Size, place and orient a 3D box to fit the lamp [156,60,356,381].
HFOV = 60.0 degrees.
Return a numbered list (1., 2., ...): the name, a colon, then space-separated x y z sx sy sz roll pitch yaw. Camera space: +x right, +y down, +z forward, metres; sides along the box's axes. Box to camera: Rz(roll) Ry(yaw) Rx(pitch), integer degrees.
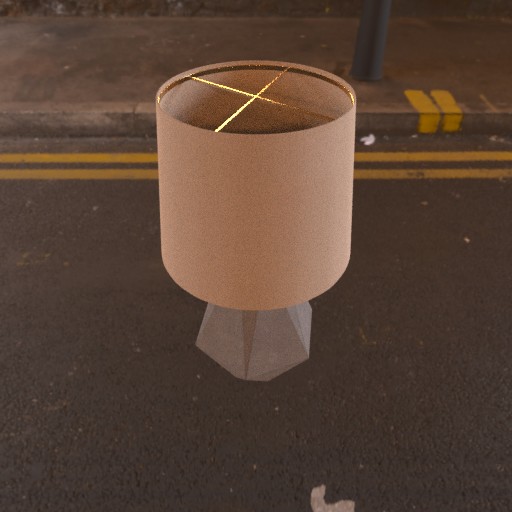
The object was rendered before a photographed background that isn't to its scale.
1. lamp: 0.000 0.000 0.676 0.276 0.501 0.276 0 41 0
